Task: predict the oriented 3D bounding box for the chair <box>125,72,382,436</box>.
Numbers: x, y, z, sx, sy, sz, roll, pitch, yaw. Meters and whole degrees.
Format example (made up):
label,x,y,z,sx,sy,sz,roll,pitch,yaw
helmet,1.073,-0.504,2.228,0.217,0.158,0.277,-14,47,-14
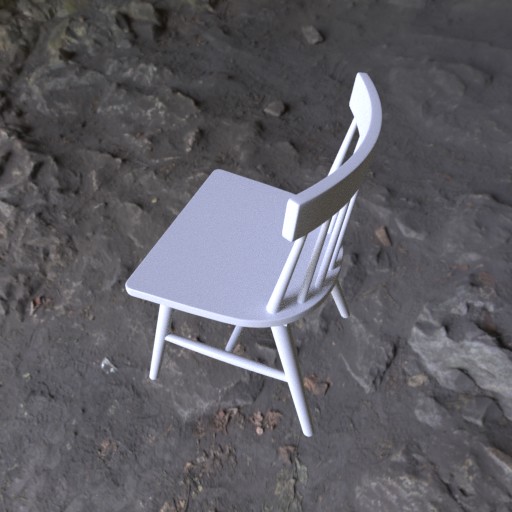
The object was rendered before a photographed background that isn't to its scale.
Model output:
label,x,y,z,sx,sy,sz,roll,pitch,yaw
chair,0.000,0.000,1.109,0.500,0.787,0.483,16,48,15
